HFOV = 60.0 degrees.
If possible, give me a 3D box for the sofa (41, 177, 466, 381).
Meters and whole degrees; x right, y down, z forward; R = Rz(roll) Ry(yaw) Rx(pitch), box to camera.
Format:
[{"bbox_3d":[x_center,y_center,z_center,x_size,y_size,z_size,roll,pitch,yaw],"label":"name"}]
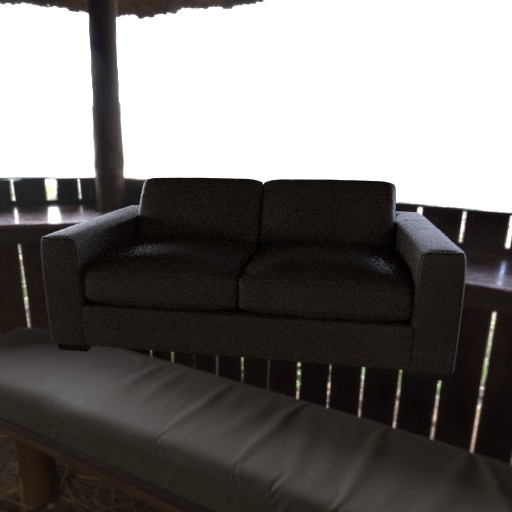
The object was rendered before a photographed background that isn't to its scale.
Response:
[{"bbox_3d":[0.000,0.000,2.459,1.920,0.800,1.070,2,15,9],"label":"sofa"}]
